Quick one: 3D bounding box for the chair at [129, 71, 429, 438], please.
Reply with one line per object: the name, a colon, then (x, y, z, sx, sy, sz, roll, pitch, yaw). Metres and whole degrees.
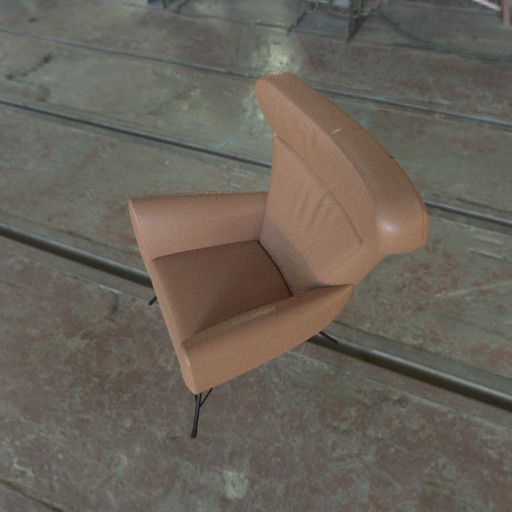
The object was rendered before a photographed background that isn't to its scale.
chair: (0.000, 0.000, 1.783, 0.900, 1.050, 0.980, -17, 50, -15)
